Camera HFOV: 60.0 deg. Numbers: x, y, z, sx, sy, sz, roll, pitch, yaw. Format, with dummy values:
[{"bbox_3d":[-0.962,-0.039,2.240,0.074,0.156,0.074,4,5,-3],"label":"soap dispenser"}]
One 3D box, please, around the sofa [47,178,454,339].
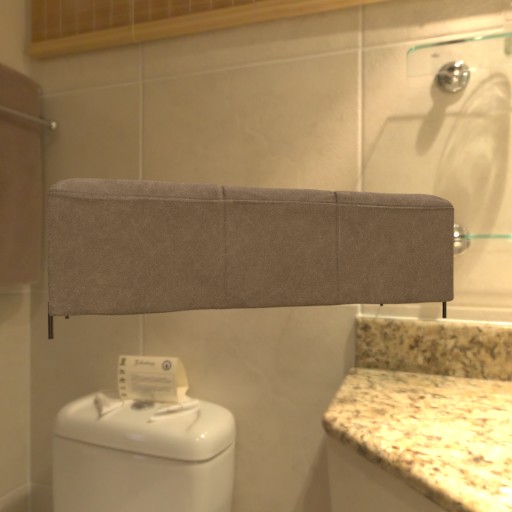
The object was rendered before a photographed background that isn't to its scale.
[{"bbox_3d":[0.000,0.000,2.694,2.238,0.758,0.899,0,0,-17],"label":"sofa"}]
